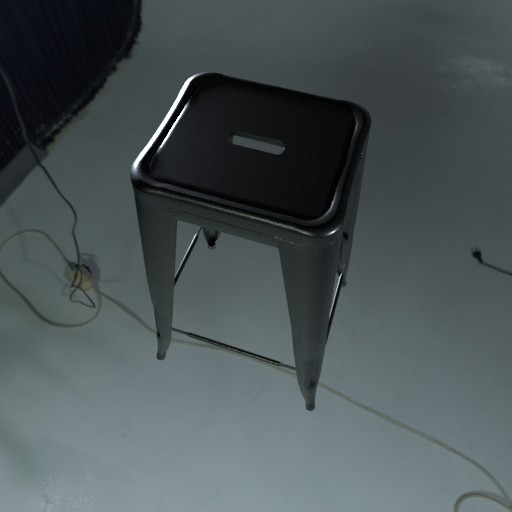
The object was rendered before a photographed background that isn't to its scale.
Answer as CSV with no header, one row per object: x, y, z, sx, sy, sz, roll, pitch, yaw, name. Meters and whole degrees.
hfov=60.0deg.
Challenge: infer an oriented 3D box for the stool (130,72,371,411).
0.000,0.000,0.874,0.399,0.609,0.359,16,60,9,stool
